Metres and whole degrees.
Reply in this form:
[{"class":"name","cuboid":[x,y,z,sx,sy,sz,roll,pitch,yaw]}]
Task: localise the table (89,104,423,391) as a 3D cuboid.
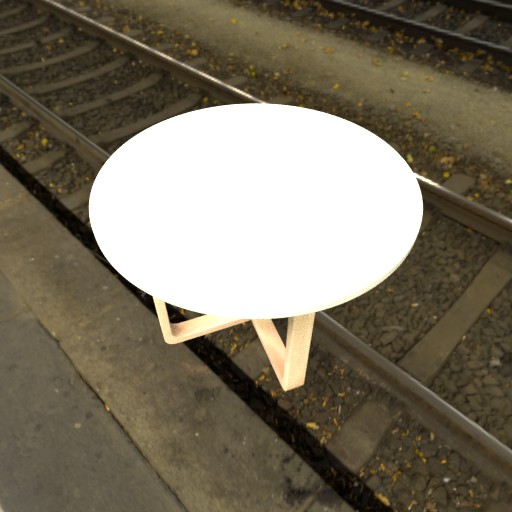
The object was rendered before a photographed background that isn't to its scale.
[{"class":"table","cuboid":[0.000,0.000,0.966,0.600,0.400,0.600,0,46,0]}]
